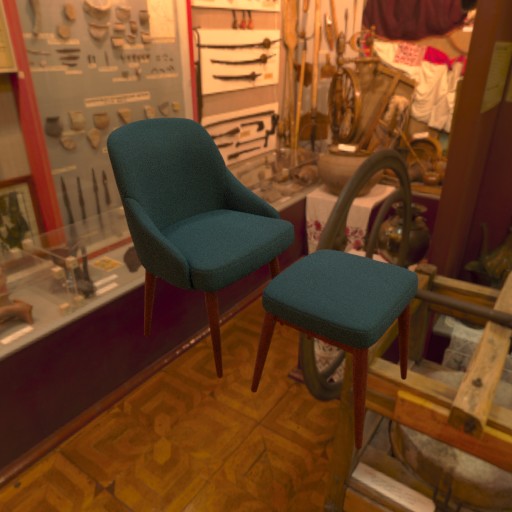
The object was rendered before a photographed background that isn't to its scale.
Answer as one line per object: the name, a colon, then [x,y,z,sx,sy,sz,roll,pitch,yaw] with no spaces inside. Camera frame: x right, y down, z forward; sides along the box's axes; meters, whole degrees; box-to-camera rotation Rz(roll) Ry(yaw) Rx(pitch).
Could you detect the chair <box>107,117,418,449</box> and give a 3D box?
chair: [0.000,0.000,1.633,1.114,0.866,0.584,18,32,33]
